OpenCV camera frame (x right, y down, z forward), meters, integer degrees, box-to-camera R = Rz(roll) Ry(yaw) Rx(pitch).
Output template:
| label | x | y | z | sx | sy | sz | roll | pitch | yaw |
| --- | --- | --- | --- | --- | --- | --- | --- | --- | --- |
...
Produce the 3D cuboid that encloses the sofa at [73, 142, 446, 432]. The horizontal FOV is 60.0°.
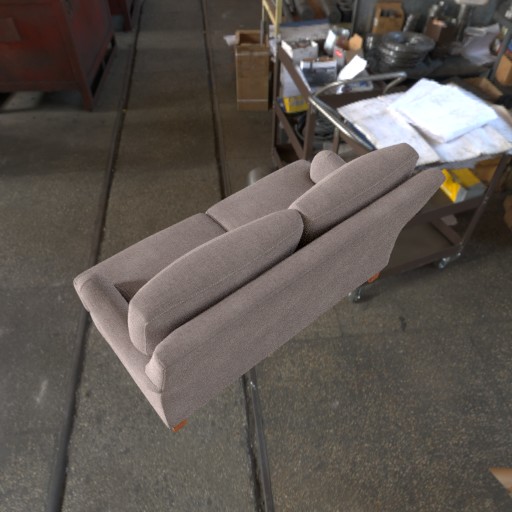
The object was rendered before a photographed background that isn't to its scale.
| label | x | y | z | sx | sy | sz | roll | pitch | yaw |
| --- | --- | --- | --- | --- | --- | --- | --- | --- | --- |
| sofa | 0.000 | 0.000 | 2.567 | 1.853 | 1.101 | 1.084 | -32 | 54 | -26 |
